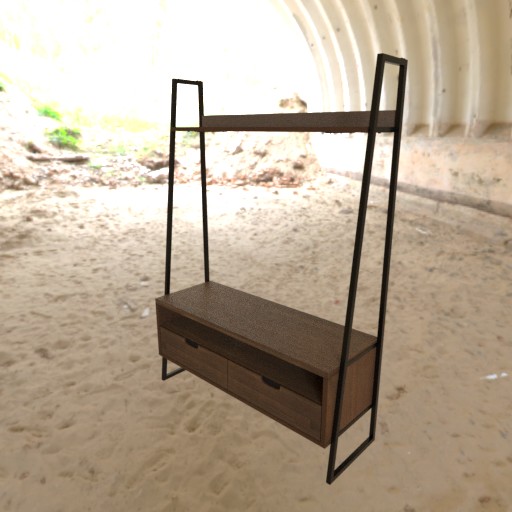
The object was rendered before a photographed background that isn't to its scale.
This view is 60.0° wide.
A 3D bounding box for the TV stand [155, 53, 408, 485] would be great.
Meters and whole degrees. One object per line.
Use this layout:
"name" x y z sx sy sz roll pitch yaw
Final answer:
"TV stand" 0.000 0.000 2.250 1.250 1.772 0.432 14 22 41
